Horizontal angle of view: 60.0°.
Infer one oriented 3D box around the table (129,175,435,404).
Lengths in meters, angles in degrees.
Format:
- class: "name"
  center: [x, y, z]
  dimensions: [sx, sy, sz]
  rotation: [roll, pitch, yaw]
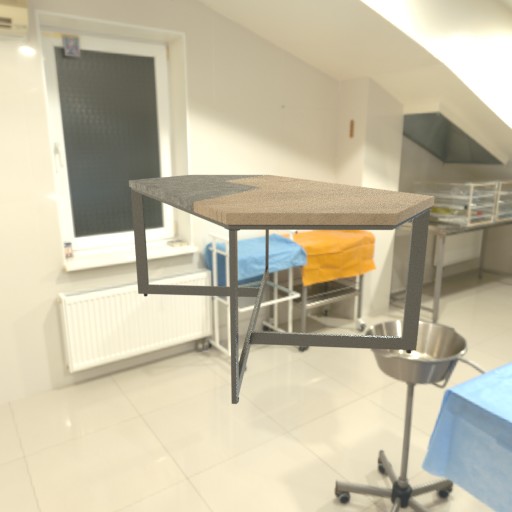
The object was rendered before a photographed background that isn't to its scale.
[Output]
- class: "table"
  center: [0.000, 0.000, 1.478]
  dimensions: [0.609, 0.457, 1.219]
  rotation: [-8, 16, -27]
